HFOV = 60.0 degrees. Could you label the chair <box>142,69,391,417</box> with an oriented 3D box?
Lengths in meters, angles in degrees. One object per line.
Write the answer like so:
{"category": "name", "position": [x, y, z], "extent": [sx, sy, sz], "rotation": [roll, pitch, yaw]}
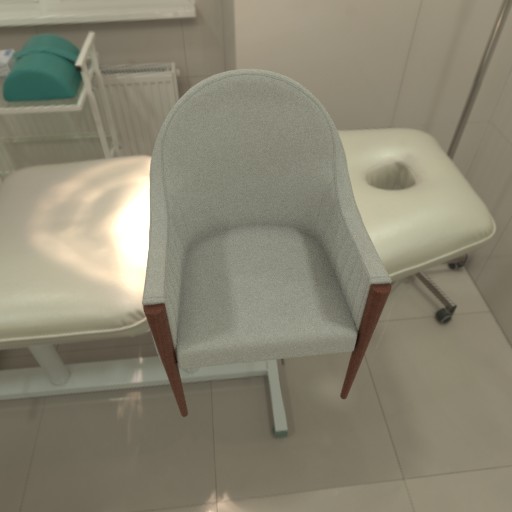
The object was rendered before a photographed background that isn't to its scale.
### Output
{"category": "chair", "position": [0.000, 0.000, 1.353], "extent": [0.610, 0.889, 0.620], "rotation": [-5, 47, -4]}
